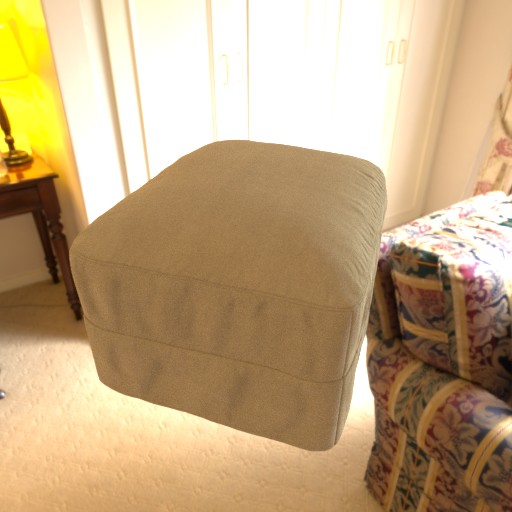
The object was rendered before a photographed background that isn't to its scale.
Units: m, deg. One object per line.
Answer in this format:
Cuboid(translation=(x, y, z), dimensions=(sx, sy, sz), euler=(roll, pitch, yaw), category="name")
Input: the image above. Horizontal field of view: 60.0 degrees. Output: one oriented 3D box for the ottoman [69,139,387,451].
Cuboid(translation=(0.000, 0.000, 1.102), dimensions=(0.584, 0.480, 0.712), euler=(10, 32, 16), category="ottoman")
